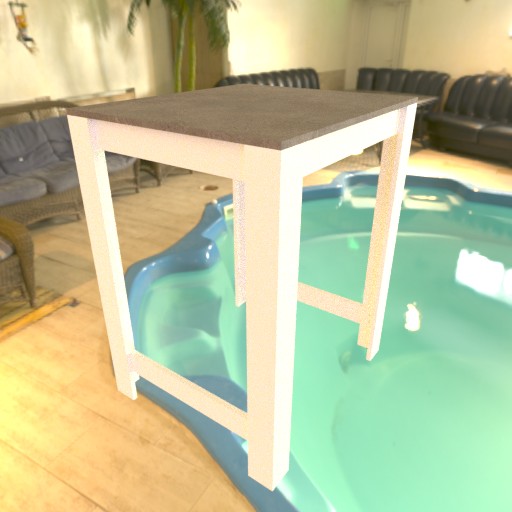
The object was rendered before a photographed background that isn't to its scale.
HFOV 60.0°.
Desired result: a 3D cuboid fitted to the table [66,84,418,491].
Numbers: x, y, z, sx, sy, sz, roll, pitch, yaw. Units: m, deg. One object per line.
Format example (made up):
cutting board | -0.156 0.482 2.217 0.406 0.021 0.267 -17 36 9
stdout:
table | 0.000 0.000 1.542 0.700 1.020 0.800 18 32 32
